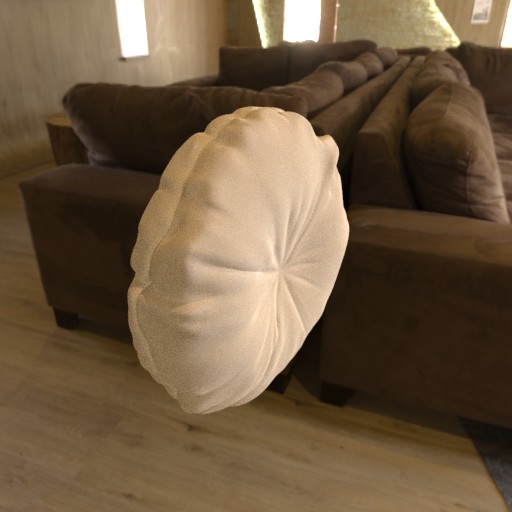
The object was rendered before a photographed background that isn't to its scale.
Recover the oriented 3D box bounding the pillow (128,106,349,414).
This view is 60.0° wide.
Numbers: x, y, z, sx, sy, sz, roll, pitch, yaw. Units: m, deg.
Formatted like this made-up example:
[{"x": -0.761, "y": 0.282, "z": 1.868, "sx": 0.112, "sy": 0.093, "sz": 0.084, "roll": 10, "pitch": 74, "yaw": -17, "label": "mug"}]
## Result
[{"x": 0.000, "y": 0.000, "z": 0.638, "sx": 0.148, "sy": 0.407, "sz": 0.428, "roll": 19, "pitch": 33, "yaw": 31, "label": "pillow"}]
